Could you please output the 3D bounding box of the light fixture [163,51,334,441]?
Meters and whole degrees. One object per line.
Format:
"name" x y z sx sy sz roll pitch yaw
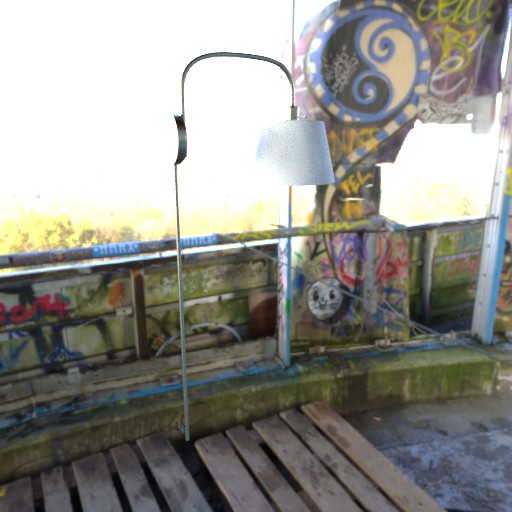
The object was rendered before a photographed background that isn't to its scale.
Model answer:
"light fixture" 0.000 0.000 0.475 0.176 0.399 0.092 -8 17 -26
